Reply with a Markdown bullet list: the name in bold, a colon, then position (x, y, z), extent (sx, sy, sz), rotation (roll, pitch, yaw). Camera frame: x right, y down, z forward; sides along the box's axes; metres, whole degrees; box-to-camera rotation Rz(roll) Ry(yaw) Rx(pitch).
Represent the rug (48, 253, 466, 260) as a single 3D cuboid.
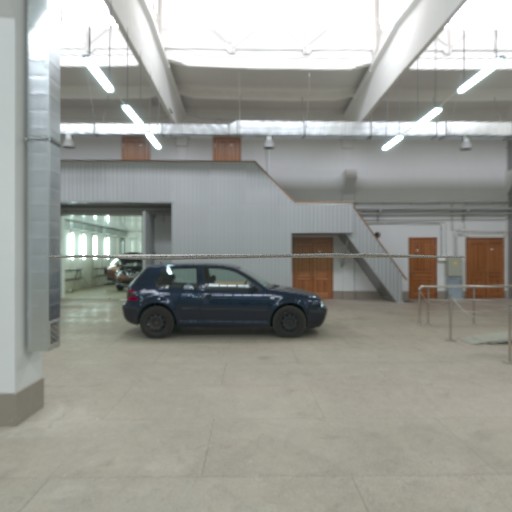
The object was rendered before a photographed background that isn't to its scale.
- **rug**: position (0.000, 0.000, 4.242), extent (3.202, 0.045, 2.434), rotation (0, 0, -36)
